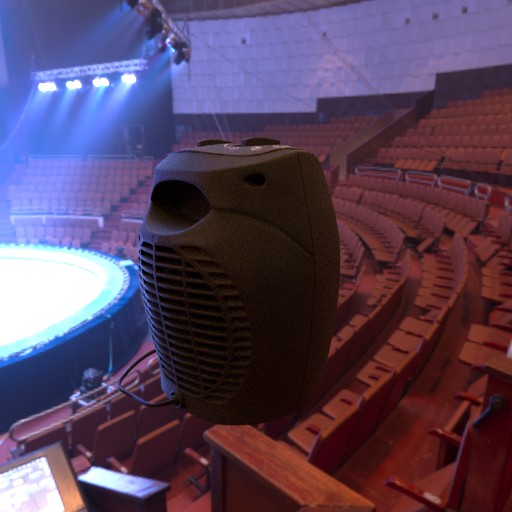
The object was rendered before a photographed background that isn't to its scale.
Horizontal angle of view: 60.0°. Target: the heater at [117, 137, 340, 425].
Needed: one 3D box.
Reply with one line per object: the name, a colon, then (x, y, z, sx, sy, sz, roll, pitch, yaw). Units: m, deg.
heater: (0.000, 0.000, 0.476, 0.291, 0.240, 0.239, -12, 17, -43)
